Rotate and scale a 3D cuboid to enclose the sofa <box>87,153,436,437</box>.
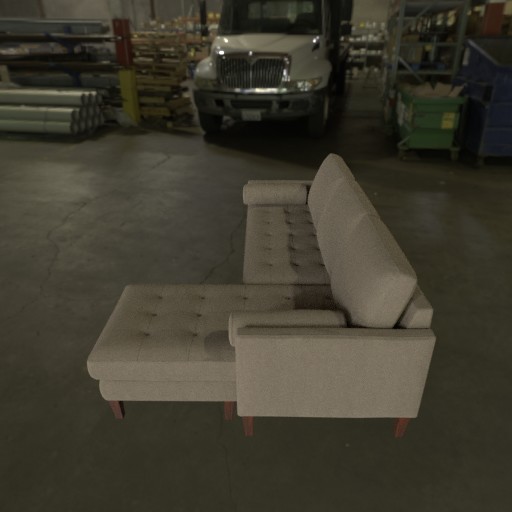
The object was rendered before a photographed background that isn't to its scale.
[{"bbox_3d":[0.000,0.000,2.858,1.506,0.875,2.178,0,27,0],"label":"sofa"}]
